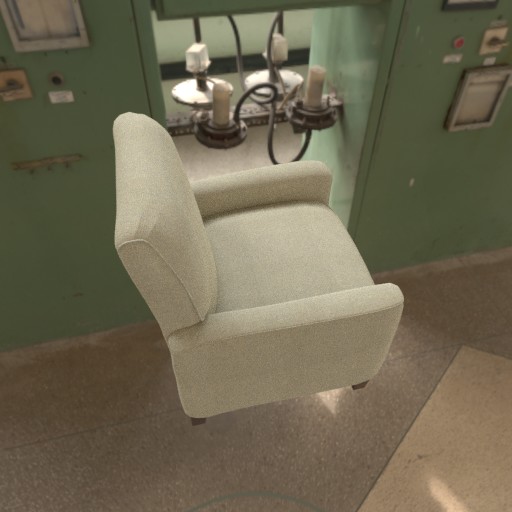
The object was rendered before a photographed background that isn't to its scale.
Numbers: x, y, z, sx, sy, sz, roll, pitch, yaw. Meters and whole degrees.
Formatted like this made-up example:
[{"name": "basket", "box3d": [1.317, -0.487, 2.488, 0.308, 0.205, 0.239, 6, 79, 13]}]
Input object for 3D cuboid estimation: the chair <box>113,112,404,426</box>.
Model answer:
[{"name": "chair", "box3d": [0.000, 0.000, 1.672, 0.853, 1.006, 0.850, -10, 47, -9]}]
